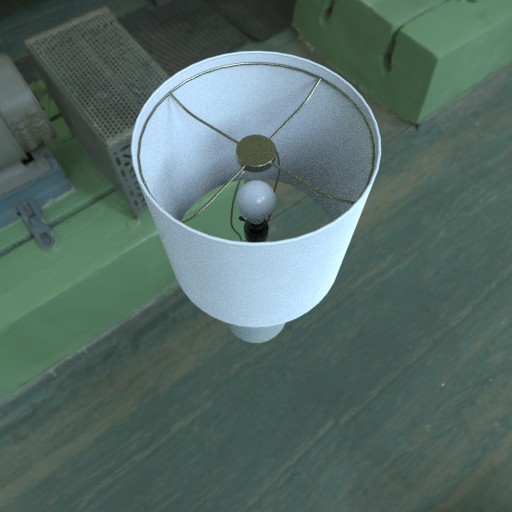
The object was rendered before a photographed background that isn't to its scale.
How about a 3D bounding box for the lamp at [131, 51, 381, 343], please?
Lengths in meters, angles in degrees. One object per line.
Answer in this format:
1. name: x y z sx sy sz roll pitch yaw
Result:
1. lamp: 0.000 0.000 0.605 0.220 0.475 0.220 -36 69 -16
